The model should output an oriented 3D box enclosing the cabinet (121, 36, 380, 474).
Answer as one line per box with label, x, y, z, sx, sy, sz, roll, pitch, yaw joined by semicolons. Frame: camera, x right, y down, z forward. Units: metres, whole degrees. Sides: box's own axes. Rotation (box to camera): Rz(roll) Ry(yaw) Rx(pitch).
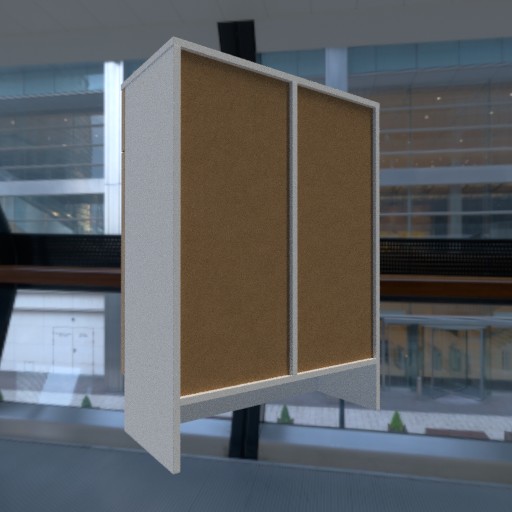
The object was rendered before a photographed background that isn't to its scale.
cabinet;0.000;0.000;1.121;0.600;0.815;0.296;0;0;-36
